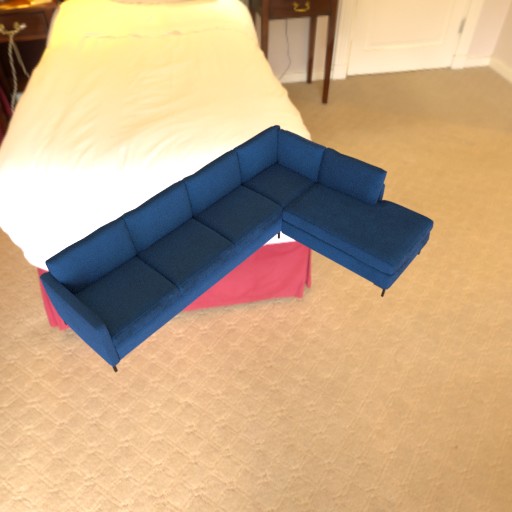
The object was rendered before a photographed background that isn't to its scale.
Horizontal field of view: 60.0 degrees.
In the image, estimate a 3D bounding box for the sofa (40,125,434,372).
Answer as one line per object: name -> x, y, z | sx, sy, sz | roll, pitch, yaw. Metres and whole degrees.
sofa -> 0.000, 0.000, 3.300 | 1.707, 0.687, 2.486 | 31, 53, 28
